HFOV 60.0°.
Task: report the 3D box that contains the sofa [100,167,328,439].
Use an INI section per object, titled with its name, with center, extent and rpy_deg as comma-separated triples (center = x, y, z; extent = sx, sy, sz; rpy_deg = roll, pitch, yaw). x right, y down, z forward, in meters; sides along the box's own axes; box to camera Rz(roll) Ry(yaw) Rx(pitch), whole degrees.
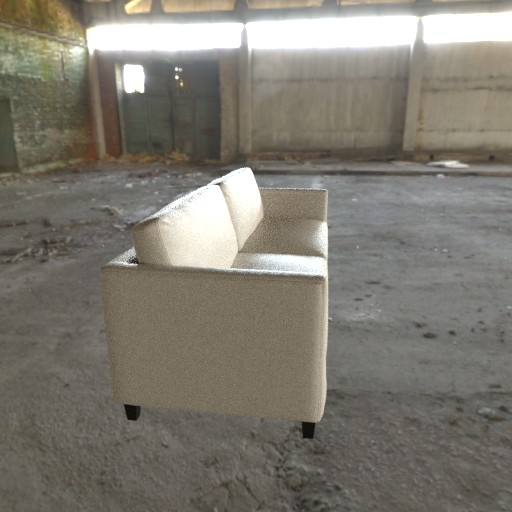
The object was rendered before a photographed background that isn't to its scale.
[sofa]
center = 0.000, 0.000, 2.929
extent = 0.948, 0.965, 2.434
rpy_deg = 3, 17, 8
